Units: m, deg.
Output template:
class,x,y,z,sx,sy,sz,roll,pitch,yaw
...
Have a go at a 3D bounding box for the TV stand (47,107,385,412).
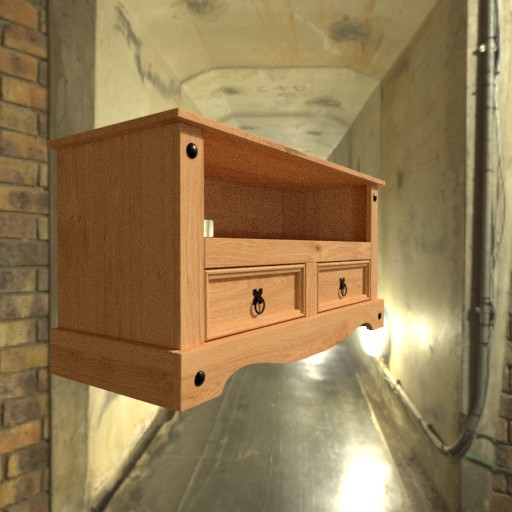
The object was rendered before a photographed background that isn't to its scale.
class,x,y,z,sx,sy,sz,roll,pitch,yaw
TV stand,0.000,0.000,1.357,0.440,0.550,1.080,1,1,35
